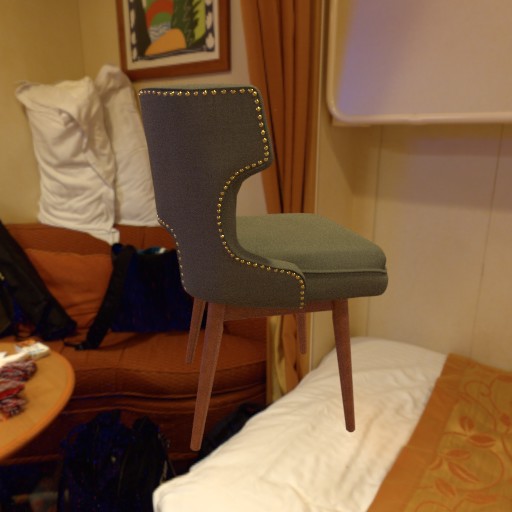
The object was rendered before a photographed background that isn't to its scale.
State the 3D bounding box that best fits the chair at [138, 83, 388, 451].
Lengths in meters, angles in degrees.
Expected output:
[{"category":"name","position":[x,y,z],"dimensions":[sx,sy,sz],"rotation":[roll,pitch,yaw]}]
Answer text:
[{"category":"chair","position":[0.000,0.000,1.236],"dimensions":[0.581,0.863,0.595],"rotation":[-3,15,-10]}]
